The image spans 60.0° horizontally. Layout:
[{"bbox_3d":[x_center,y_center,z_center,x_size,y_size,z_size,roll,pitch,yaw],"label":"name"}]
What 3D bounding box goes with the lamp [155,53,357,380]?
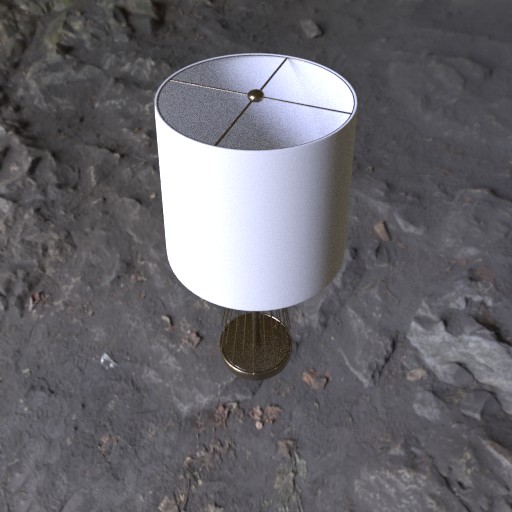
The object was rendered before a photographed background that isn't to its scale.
[{"bbox_3d":[0.000,0.000,0.792,0.303,0.618,0.303,0,47,0],"label":"lamp"}]
